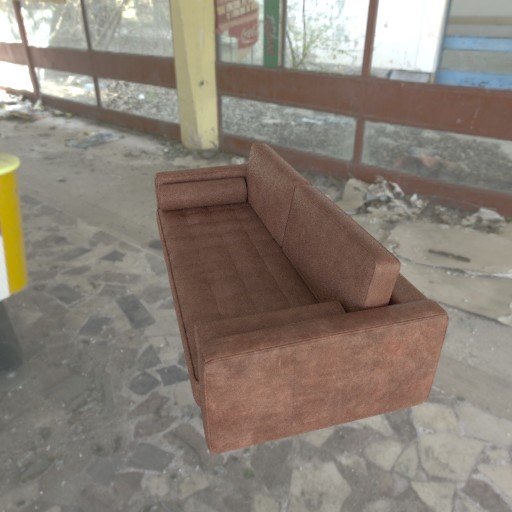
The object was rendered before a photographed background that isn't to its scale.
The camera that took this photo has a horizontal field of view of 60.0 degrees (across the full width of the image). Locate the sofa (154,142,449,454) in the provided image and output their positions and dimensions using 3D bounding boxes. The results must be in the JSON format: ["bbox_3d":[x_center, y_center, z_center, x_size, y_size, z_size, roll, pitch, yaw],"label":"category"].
[{"bbox_3d":[0.000,0.000,2.306,0.910,0.760,1.870,-8,30,-14],"label":"sofa"}]
